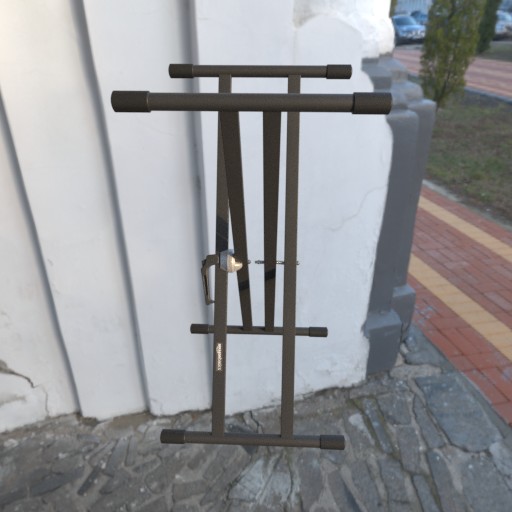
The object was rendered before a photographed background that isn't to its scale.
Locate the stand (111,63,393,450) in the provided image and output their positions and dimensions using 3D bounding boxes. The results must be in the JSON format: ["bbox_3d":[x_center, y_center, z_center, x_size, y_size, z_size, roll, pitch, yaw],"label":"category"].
[{"bbox_3d":[0.000,0.000,1.183,0.495,0.900,0.503,1,29,2],"label":"stand"}]
